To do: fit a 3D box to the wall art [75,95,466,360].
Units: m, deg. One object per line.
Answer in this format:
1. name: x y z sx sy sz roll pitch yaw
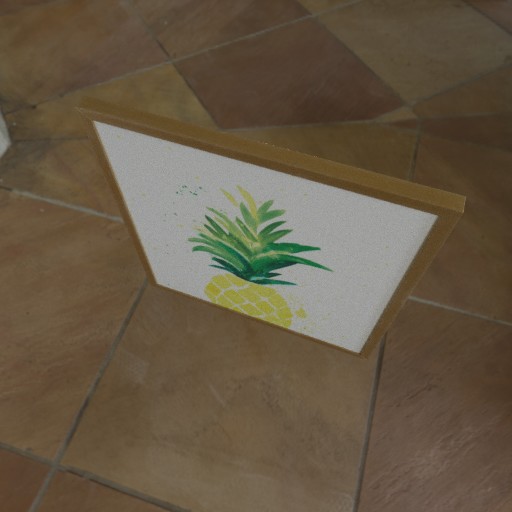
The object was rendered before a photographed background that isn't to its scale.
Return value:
1. wall art: 0.000 0.000 1.151 0.762 0.760 0.037 18 60 11
